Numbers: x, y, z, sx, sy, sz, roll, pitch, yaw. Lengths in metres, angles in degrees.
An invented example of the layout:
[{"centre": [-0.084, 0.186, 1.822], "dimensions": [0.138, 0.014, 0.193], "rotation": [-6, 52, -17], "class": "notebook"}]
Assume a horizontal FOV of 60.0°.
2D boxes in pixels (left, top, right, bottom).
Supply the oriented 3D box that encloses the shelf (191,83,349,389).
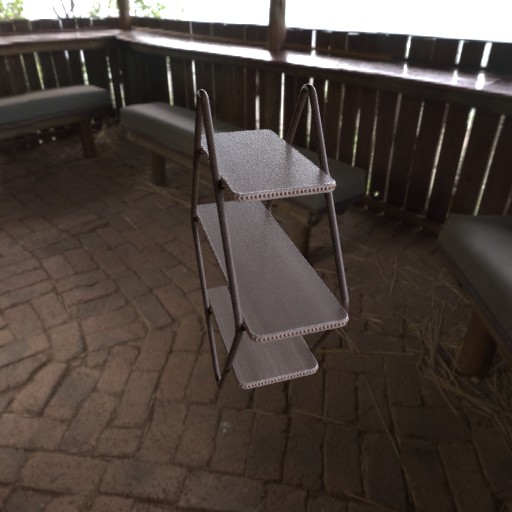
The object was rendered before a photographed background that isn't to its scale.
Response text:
[{"centre": [0.000, 0.000, 1.066], "dimensions": [0.234, 0.774, 0.609], "rotation": [-9, 32, -14], "class": "shelf"}]
